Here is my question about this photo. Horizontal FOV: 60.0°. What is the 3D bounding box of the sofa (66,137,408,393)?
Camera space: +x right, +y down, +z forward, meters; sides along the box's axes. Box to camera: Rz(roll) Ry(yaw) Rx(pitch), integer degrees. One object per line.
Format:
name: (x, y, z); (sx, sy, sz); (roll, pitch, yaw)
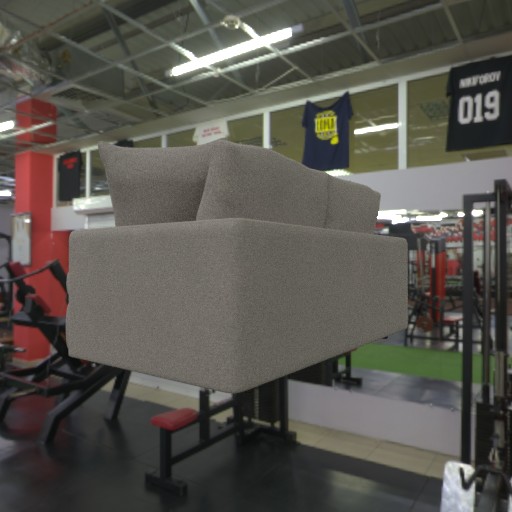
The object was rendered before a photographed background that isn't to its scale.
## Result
sofa: (0.000, 0.000, 2.630); (1.228, 1.080, 1.869); (0, -1, 37)
